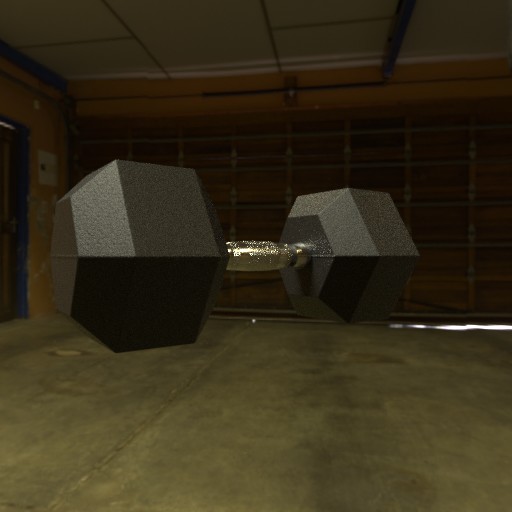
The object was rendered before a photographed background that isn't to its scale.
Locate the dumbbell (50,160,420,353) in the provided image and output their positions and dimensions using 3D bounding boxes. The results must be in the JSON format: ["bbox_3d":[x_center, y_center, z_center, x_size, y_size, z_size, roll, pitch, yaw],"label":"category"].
[{"bbox_3d":[0.000,0.000,0.470,0.384,0.150,0.173,0,0,-35],"label":"dumbbell"}]
